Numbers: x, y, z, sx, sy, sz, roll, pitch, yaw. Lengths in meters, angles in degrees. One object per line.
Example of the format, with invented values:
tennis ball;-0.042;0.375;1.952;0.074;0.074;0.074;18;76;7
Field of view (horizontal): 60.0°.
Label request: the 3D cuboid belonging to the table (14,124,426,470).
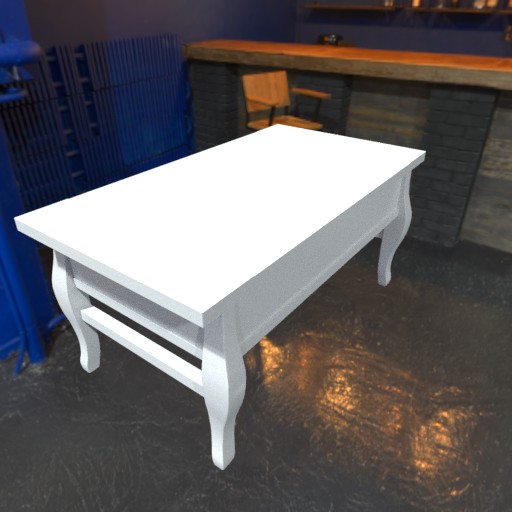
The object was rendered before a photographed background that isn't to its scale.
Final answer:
table;0.000;0.000;1.351;0.600;0.495;1.062;21;36;31
